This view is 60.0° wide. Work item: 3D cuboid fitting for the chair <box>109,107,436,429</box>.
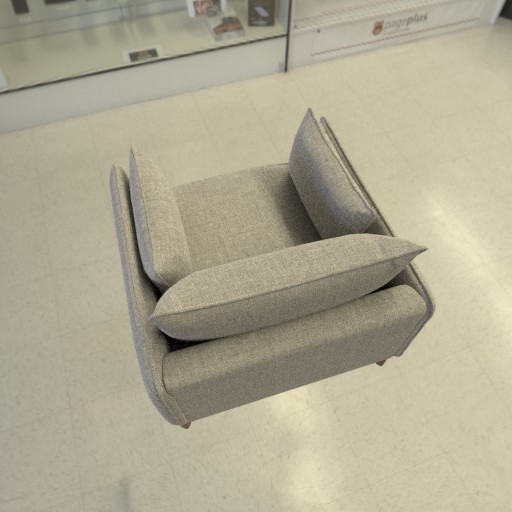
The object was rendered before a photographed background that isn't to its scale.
[{"bbox_3d":[0.000,0.000,1.727,0.993,0.839,0.976,-15,58,-9],"label":"chair"}]
